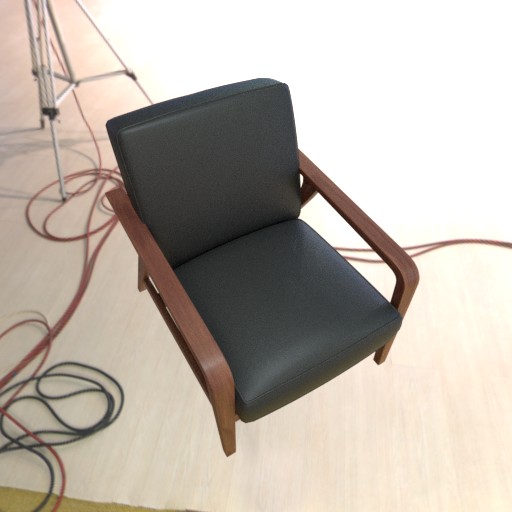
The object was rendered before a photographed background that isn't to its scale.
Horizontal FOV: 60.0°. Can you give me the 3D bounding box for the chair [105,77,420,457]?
[{"bbox_3d":[0.000,0.000,1.501,0.719,0.861,0.889,-24,51,-21],"label":"chair"}]
